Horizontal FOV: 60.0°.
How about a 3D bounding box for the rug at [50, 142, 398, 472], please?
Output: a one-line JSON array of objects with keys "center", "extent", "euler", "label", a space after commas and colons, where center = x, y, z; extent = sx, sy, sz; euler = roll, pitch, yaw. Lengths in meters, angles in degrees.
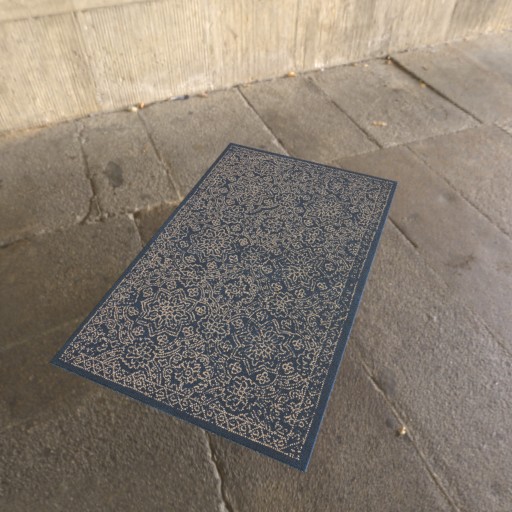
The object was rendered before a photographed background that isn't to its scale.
[{"center": [0.000, 0.000, 3.085], "extent": [1.526, 0.015, 2.441], "euler": [17, 49, 15], "label": "rug"}]
